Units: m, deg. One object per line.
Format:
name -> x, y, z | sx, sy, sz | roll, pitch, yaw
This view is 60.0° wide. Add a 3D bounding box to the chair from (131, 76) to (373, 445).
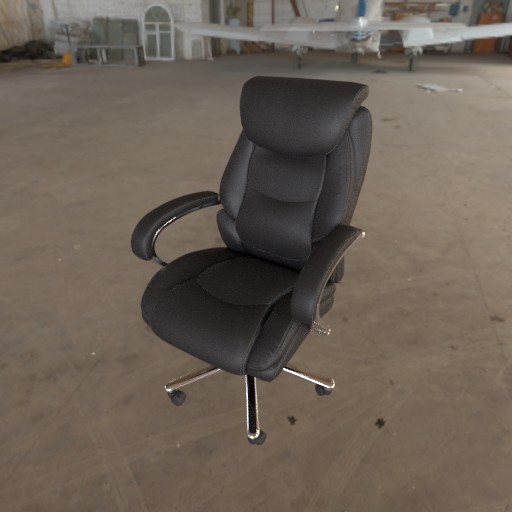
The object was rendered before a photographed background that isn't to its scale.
chair -> 0.000, 0.000, 1.673 | 0.755, 1.183, 0.790 | 18, 34, 29
